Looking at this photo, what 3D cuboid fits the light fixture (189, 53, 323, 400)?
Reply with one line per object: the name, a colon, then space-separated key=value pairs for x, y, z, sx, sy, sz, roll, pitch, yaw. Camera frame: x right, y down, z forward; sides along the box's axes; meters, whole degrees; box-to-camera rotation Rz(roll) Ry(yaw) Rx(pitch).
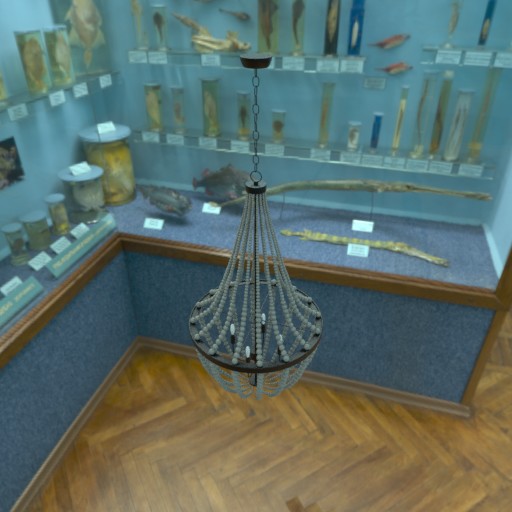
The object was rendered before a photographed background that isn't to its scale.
light fixture: x=0.000 y=0.000 z=1.361 sx=0.450 sy=1.133 sz=0.450 roll=0 pitch=33 yaw=0
